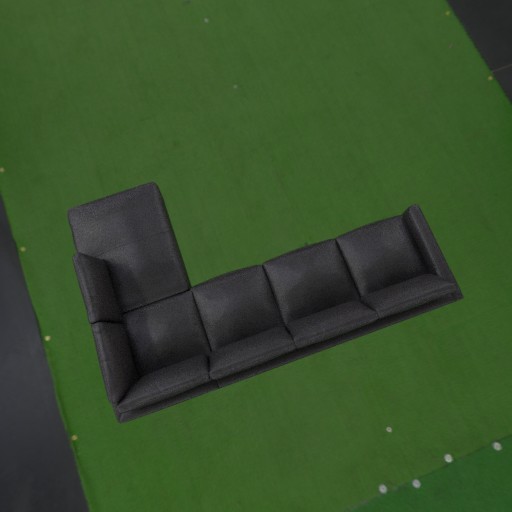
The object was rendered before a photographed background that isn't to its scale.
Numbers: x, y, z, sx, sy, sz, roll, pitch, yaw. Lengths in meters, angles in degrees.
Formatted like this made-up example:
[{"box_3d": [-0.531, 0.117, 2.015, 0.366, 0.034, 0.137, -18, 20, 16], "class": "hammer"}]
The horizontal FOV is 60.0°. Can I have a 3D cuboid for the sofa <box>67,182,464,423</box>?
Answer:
[{"box_3d": [0.000, 0.000, 3.958, 2.984, 0.877, 1.938, -19, 76, -5], "class": "sofa"}]
